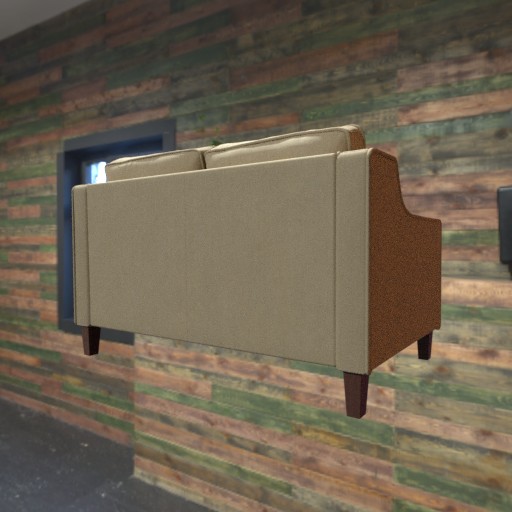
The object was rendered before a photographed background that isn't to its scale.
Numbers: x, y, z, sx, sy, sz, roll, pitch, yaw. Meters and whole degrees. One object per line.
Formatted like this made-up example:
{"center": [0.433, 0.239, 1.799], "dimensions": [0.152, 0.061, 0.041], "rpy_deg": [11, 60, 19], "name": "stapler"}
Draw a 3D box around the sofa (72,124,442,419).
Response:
{"center": [0.000, 0.000, 2.138], "dimensions": [1.501, 0.971, 0.987], "rpy_deg": [1, 2, 35], "name": "sofa"}
